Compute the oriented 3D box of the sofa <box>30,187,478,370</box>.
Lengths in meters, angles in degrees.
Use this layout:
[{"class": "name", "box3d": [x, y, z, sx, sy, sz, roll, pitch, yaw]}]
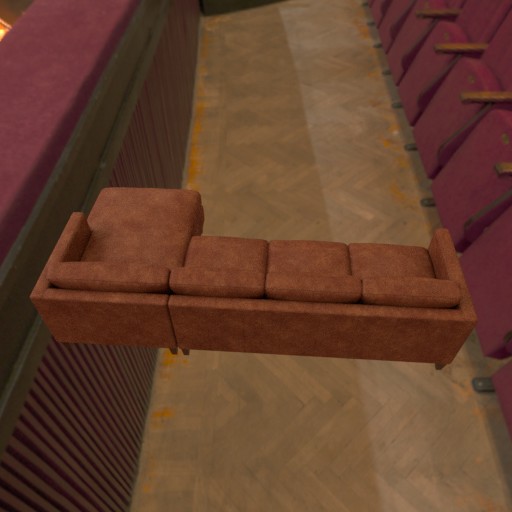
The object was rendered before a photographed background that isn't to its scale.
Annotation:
[{"class": "sofa", "box3d": [0.000, 0.000, 3.885, 3.203, 0.883, 1.581, 3, 47, 3]}]
